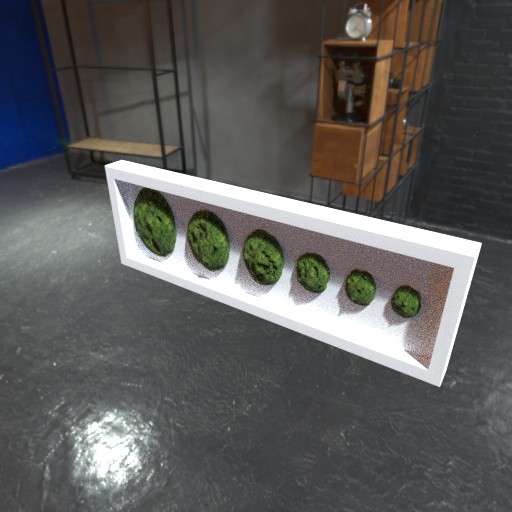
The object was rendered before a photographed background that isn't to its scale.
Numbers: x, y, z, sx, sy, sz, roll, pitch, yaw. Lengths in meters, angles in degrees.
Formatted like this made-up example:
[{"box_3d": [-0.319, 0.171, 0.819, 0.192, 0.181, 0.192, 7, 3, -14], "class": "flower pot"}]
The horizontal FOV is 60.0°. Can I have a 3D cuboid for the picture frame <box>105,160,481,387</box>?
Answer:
[{"box_3d": [0.000, 0.000, 0.876, 0.759, 0.250, 0.050, 17, 34, 28], "class": "picture frame"}]
